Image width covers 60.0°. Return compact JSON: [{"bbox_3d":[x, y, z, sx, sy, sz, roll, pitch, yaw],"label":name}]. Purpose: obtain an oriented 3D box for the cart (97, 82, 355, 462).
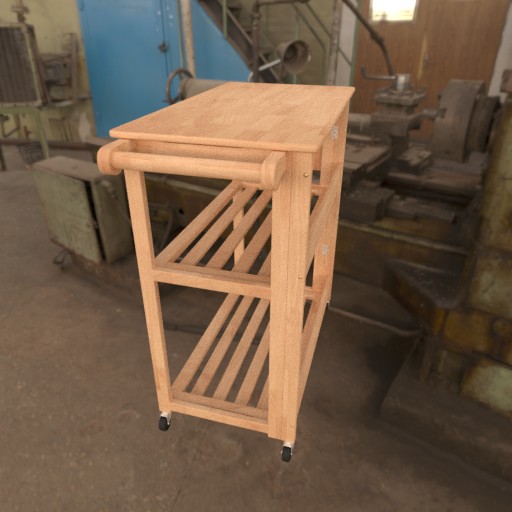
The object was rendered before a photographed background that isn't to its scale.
[{"bbox_3d":[0.000,0.000,1.348,0.432,0.879,0.853,8,30,14],"label":"cart"}]
